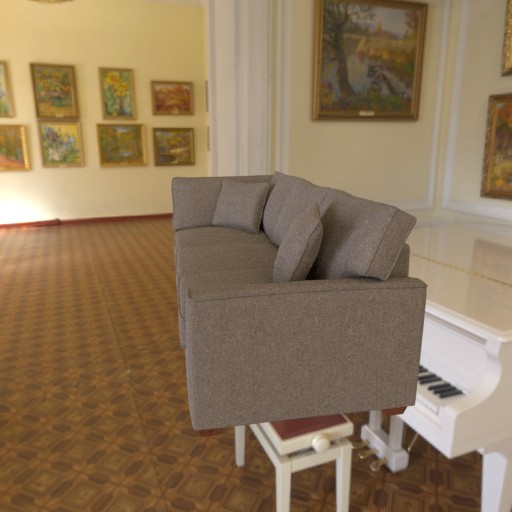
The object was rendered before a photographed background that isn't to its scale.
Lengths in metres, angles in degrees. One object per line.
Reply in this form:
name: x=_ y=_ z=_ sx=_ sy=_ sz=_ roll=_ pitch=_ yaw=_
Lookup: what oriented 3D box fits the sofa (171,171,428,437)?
sofa: x=0.000 y=0.000 z=2.886 sx=1.061 sy=0.962 sz=2.317 roll=-3 pitch=15 yaw=-10
